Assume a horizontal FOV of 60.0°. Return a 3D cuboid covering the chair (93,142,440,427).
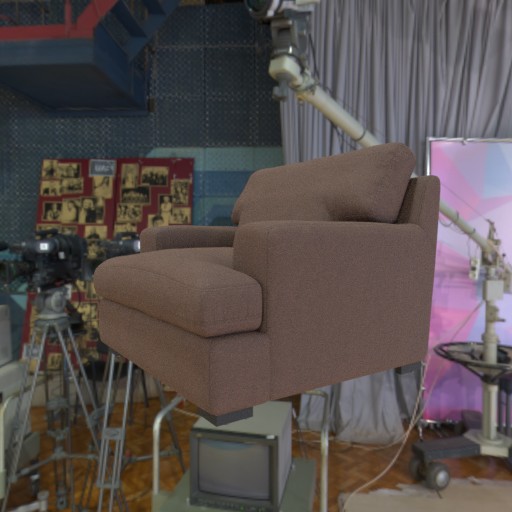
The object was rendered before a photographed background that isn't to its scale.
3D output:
[{"bbox_3d":[0.000,0.000,1.982,1.143,0.940,1.168,-2,3,-35],"label":"chair"}]
